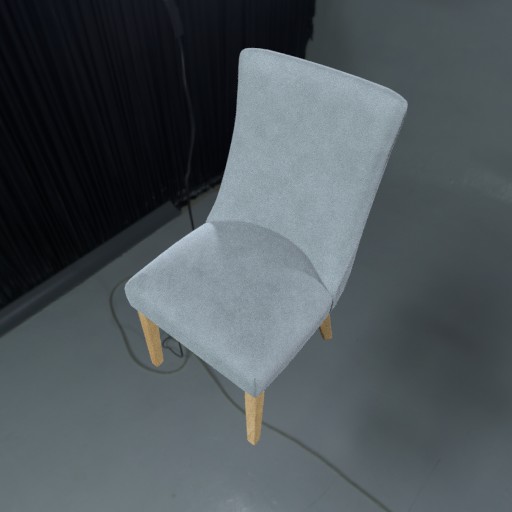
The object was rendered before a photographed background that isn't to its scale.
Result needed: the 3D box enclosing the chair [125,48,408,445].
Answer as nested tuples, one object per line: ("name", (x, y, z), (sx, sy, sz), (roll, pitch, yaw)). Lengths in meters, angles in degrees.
("chair", (0.000, 0.000, 1.267), (0.495, 0.902, 0.610), (30, 53, 25))
